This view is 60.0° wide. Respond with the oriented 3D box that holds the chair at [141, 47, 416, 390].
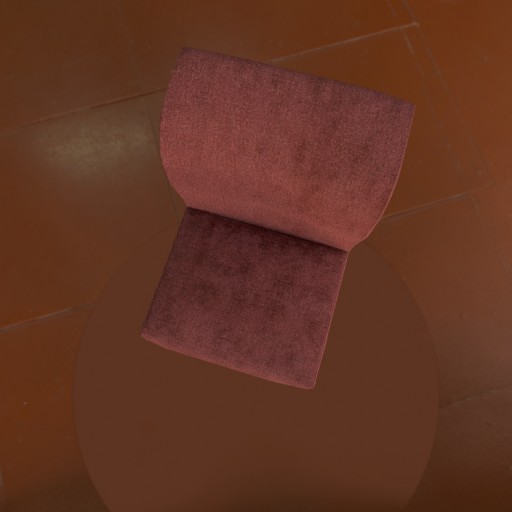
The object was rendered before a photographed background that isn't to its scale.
[{"bbox_3d":[0.000,0.000,1.270,0.538,0.846,0.640,17,76,4],"label":"chair"}]
